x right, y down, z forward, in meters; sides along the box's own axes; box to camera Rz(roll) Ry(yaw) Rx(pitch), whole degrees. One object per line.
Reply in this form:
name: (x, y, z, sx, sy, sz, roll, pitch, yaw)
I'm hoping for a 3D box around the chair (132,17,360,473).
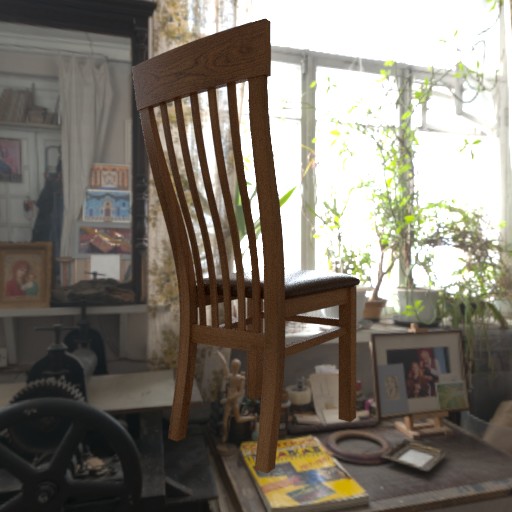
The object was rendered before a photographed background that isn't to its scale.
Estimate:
chair: (0.000, 0.000, 1.327, 0.450, 1.050, 0.580, 0, 1, 36)
